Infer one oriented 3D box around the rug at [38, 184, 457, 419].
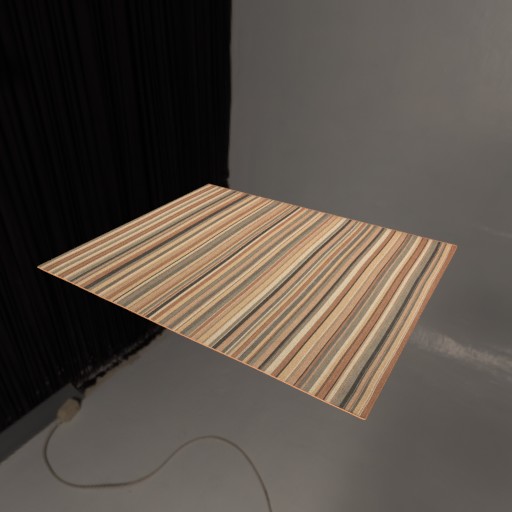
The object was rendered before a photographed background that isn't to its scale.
[{"bbox_3d":[0.000,0.000,4.088,3.045,0.011,2.436,18,35,28],"label":"rug"}]
